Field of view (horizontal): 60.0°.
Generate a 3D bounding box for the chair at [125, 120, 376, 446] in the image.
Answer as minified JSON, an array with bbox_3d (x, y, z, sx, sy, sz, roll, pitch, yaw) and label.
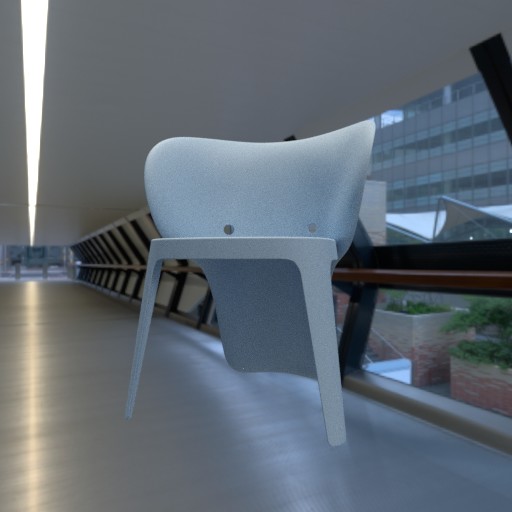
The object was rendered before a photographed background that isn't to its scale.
[{"bbox_3d":[0.000,0.000,0.864,0.451,0.554,0.402,0,0,18],"label":"chair"}]
